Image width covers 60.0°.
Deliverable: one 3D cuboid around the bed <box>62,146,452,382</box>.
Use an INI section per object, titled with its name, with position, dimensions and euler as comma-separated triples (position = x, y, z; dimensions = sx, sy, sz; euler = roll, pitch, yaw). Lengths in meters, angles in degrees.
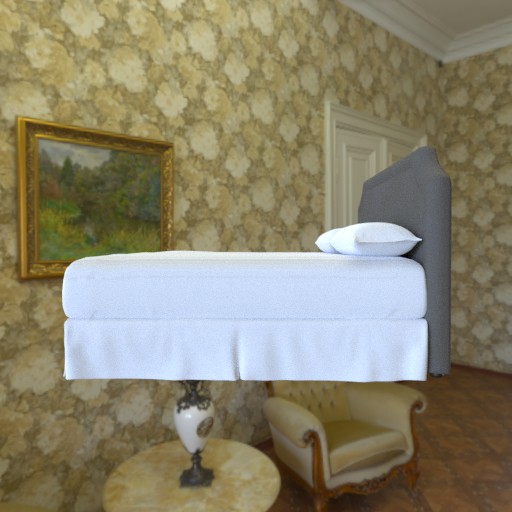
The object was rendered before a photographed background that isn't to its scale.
[bed]
position = 0.000, 0.000, 3.873
dimensions = 2.536, 1.561, 2.194
euler = 0, 1, 1
